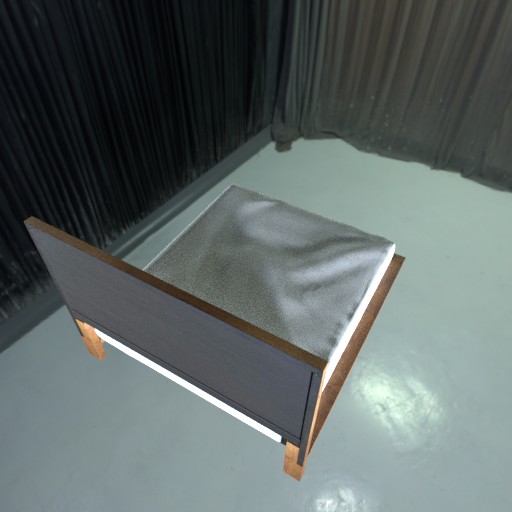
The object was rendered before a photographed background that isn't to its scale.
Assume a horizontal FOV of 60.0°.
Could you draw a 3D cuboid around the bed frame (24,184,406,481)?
[{"bbox_3d":[0.000,0.000,3.615,2.038,1.537,2.235,23,50,21],"label":"bed frame"}]
